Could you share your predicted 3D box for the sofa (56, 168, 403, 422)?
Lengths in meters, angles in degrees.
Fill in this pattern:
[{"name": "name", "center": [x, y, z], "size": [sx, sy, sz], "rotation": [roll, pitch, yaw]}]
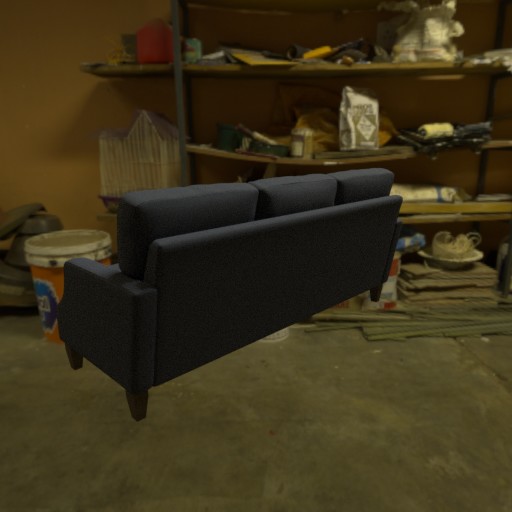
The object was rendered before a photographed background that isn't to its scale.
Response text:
[{"name": "sofa", "center": [0.000, 0.000, 2.679], "size": [0.888, 0.984, 2.115], "rotation": [14, 21, 43]}]
